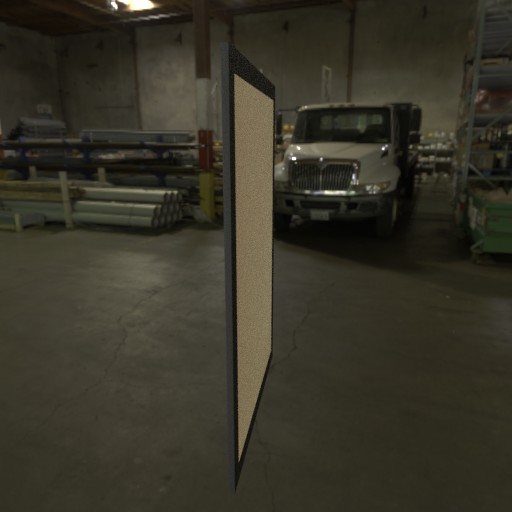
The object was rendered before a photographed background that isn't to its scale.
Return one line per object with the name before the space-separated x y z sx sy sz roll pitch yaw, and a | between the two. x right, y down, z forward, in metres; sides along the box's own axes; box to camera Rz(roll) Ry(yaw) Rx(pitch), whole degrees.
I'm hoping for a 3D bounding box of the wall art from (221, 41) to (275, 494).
wall art | 0.000 0.000 0.680 0.008 0.530 0.379 2 15 9
